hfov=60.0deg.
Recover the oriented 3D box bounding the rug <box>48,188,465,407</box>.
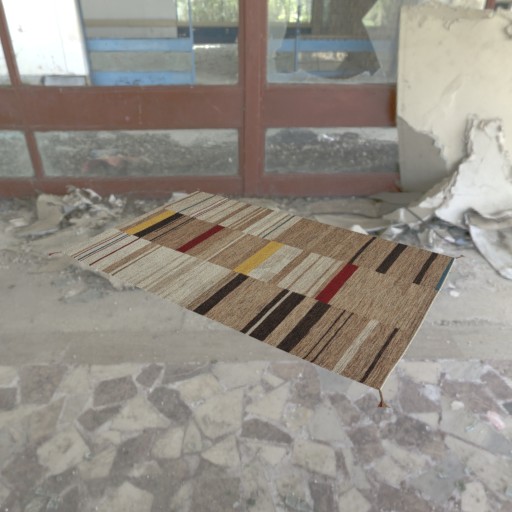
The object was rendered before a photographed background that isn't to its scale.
[{"bbox_3d":[0.000,0.000,2.387,1.918,0.007,1.268,18,34,30],"label":"rug"}]
